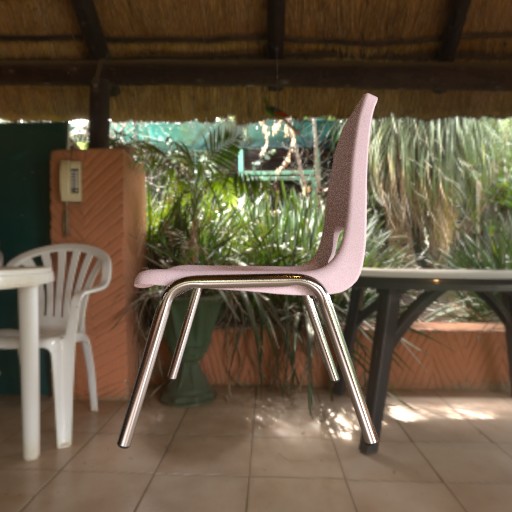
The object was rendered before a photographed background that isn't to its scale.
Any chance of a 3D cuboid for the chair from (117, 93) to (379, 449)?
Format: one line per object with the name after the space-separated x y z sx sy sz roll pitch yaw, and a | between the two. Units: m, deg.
0.000 0.000 0.786 0.385 0.536 0.354 0 0 1 | chair
